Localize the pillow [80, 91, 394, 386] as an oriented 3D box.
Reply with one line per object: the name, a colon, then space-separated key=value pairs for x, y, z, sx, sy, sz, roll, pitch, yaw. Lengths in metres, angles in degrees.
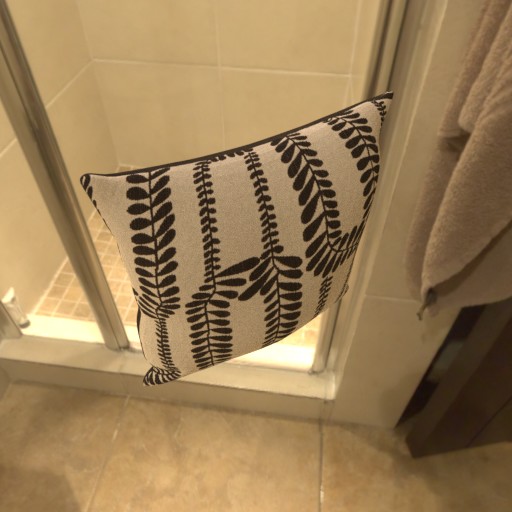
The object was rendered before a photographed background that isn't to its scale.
pillow: x=0.000 y=0.000 z=0.685 sx=0.440 sy=0.441 sz=0.182 roll=-22 pitch=49 yaw=-20
